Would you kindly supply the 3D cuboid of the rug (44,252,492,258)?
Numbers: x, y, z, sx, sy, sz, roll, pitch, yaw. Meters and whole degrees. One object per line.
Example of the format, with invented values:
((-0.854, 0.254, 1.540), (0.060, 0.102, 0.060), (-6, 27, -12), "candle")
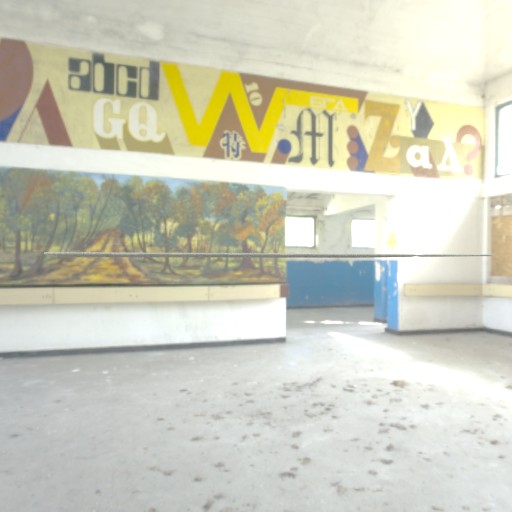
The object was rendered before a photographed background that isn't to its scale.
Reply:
((0.000, 0.000, 2.846), (2.284, 0.008, 1.522), (0, -1, -17), "rug")
